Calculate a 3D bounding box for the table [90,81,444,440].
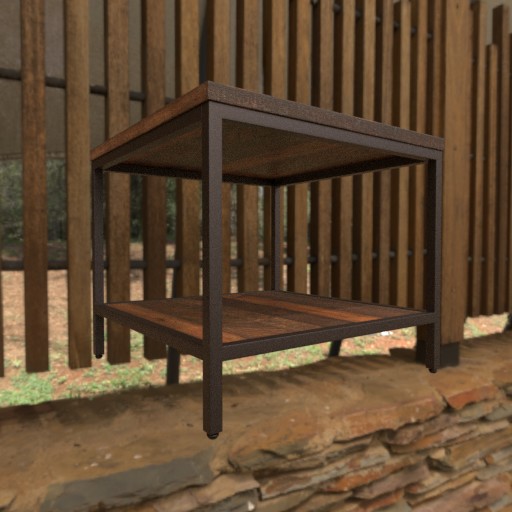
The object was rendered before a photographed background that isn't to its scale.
[{"bbox_3d":[0.000,0.000,0.970,0.553,0.482,0.548,-1,2,-36],"label":"table"}]
